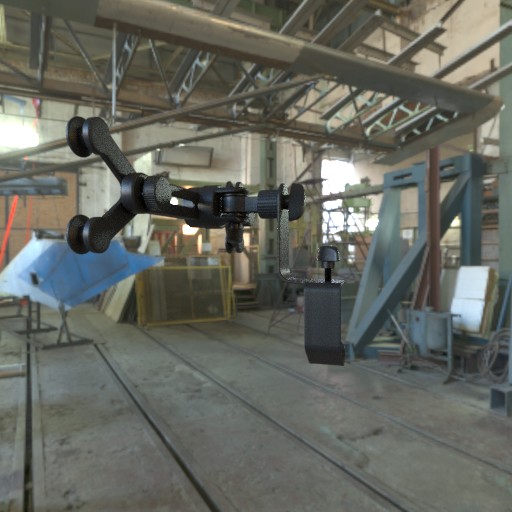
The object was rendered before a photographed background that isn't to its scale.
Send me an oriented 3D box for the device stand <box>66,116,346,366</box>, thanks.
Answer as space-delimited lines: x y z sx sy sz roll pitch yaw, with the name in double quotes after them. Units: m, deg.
0.000 0.000 0.359 0.142 0.166 0.270 0 0 17 "device stand"
